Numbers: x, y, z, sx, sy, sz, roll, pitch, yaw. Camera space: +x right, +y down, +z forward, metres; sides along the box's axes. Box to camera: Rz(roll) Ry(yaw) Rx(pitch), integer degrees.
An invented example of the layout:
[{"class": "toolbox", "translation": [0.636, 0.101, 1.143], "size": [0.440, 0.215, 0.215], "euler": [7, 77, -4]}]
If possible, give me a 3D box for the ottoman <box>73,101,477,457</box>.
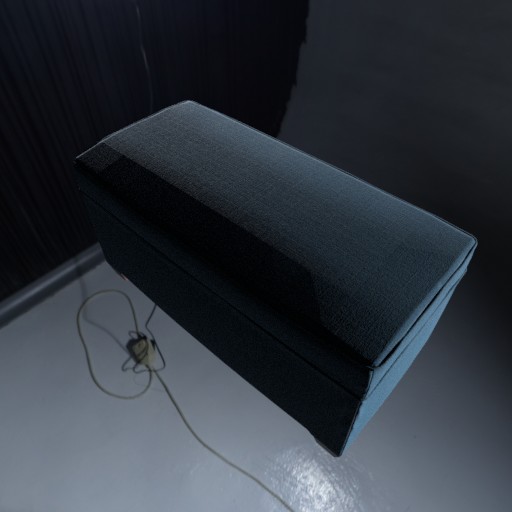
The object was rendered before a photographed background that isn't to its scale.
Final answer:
[{"class": "ottoman", "translation": [0.000, 0.000, 1.212], "size": [0.943, 0.474, 0.474], "euler": [33, 55, 27]}]
